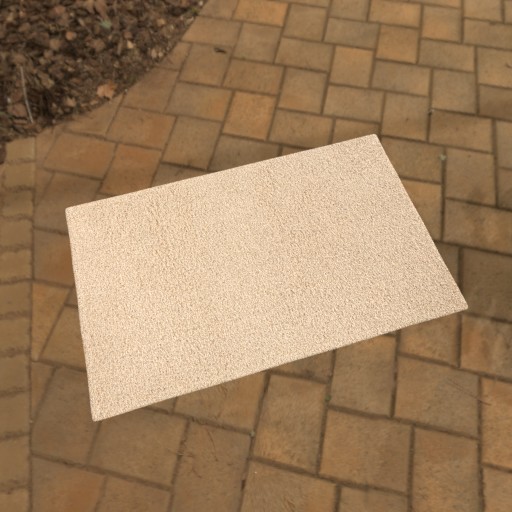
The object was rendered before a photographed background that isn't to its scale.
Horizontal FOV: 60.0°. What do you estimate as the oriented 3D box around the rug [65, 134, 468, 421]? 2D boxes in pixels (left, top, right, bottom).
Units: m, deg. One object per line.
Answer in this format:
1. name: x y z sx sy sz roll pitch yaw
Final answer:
1. rug: 0.000 0.000 3.054 2.438 0.030 1.524 -15 65 -7
